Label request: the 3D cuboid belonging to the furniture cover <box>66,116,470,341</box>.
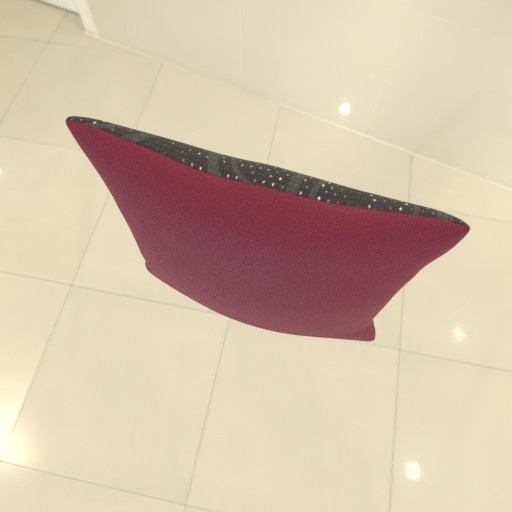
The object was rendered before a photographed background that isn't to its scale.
[{"bbox_3d":[0.000,0.000,0.795,0.552,0.509,0.193,17,66,8],"label":"furniture cover"}]
